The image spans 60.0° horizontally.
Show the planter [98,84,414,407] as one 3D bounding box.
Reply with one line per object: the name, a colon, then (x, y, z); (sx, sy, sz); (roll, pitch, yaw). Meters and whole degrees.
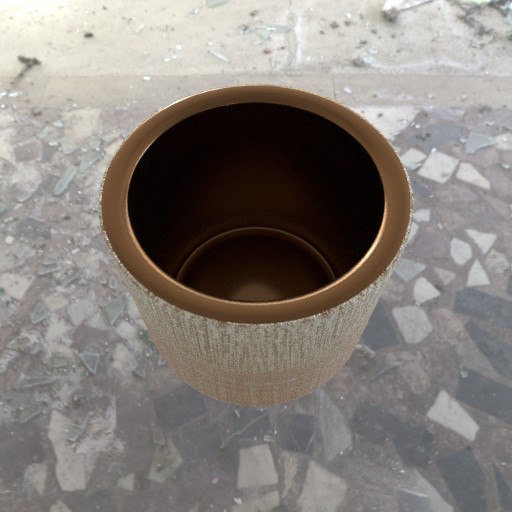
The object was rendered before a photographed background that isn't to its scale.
planter: (0.000, 0.000, 0.192); (0.109, 0.096, 0.109); (0, 58, 0)
